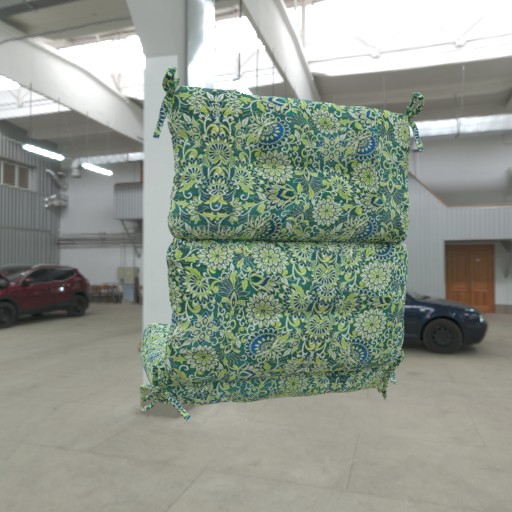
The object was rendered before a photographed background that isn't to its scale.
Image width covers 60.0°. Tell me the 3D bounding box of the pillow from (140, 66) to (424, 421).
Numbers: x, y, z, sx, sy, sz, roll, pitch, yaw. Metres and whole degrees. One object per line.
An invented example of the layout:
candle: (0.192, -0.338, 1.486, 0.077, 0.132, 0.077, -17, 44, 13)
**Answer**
pillow: (0.000, 0.000, 1.002, 0.519, 0.605, 0.571, 0, -1, -18)
